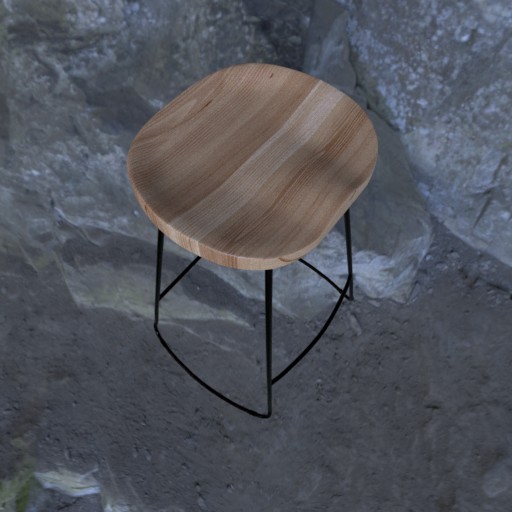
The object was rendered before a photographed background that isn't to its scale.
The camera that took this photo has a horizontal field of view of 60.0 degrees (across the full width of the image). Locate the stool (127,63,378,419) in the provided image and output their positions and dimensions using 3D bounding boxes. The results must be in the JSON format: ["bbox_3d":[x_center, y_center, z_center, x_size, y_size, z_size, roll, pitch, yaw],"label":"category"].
[{"bbox_3d":[0.000,0.000,0.979,0.401,0.679,0.480,33,64,18],"label":"stool"}]
